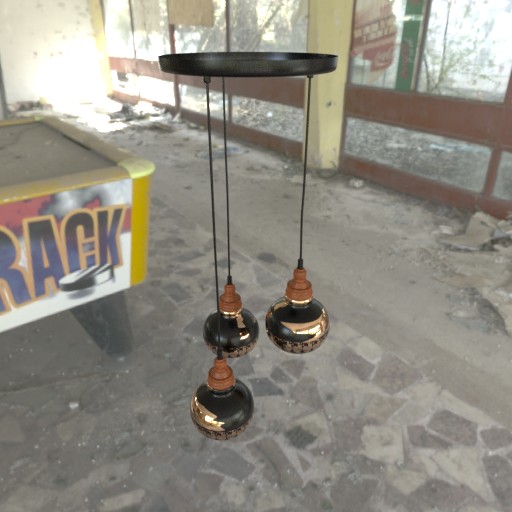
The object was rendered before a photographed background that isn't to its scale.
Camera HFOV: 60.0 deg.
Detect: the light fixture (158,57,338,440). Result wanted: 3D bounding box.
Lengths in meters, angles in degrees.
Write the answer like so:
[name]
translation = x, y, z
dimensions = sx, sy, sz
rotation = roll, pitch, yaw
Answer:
[light fixture]
translation = 0.000, 0.000, 1.709
dimensions = 0.605, 1.410, 0.608
rotation = 0, 27, 0
